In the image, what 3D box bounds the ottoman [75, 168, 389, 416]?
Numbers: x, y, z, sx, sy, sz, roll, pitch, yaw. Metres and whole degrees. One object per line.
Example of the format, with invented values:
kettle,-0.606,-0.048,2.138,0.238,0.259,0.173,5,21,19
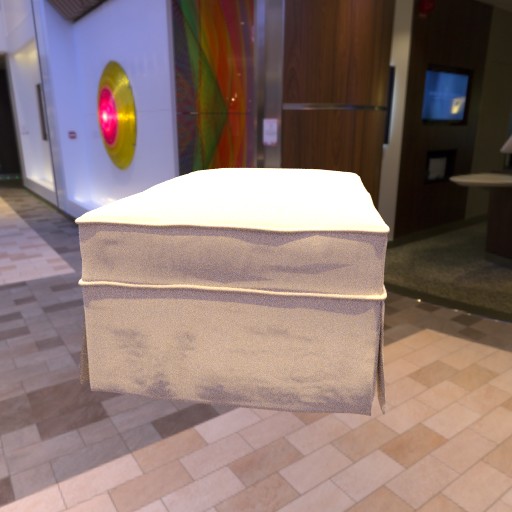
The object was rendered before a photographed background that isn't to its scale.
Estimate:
ottoman,0.000,0.000,1.340,0.703,0.479,0.944,2,17,8
